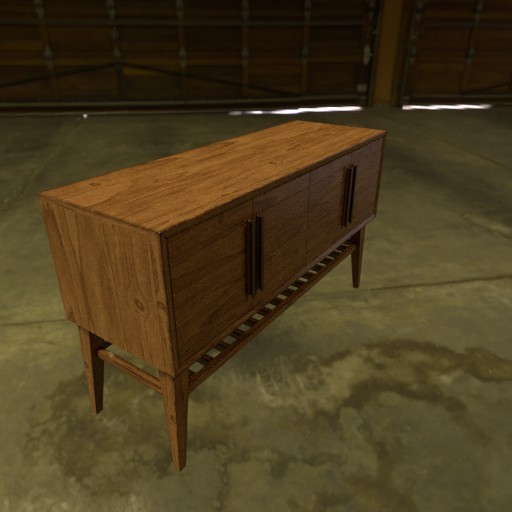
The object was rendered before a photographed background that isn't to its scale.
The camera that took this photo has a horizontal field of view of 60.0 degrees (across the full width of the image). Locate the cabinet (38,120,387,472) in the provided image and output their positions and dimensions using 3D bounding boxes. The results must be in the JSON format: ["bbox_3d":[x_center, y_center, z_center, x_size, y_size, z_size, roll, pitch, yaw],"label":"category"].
[{"bbox_3d":[0.000,0.000,1.745,0.477,0.802,1.363,17,32,31],"label":"cabinet"}]
